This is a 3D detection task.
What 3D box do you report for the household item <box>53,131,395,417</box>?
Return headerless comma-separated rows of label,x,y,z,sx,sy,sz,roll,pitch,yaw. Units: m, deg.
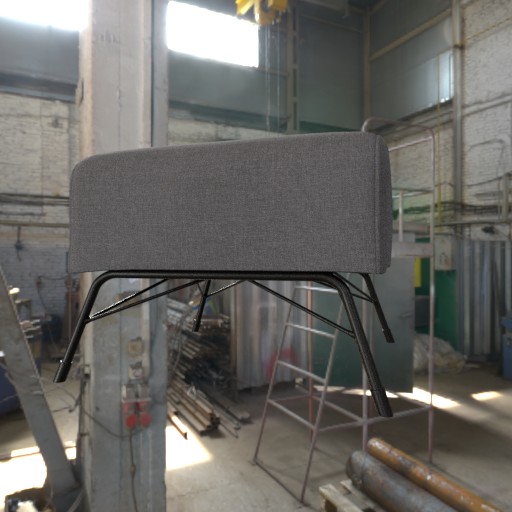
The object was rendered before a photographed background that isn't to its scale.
household item,0.000,0.000,0.890,0.530,0.410,0.530,0,0,18
